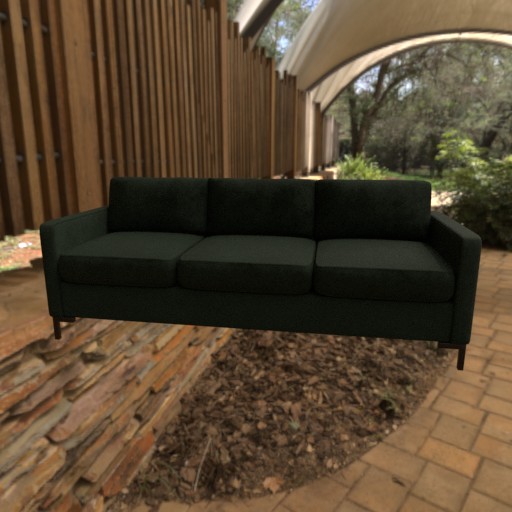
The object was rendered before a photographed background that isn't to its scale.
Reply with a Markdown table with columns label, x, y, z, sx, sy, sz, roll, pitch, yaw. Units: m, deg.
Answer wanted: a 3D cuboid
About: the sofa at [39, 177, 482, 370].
| label | x | y | z | sx | sy | sz | roll | pitch | yaw |
| --- | --- | --- | --- | --- | --- | --- | --- | --- | --- |
| sofa | 0.000 | 0.000 | 2.610 | 2.218 | 0.870 | 0.859 | 2 | 14 | 9 |
